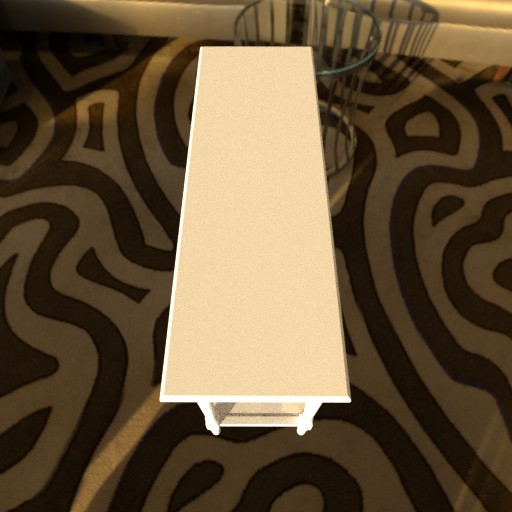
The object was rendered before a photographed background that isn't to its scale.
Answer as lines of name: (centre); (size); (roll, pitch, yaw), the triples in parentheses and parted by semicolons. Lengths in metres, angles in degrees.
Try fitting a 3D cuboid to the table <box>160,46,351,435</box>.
table: (0.000, 0.000, 1.545); (0.386, 0.814, 1.191); (0, 58, 0)
